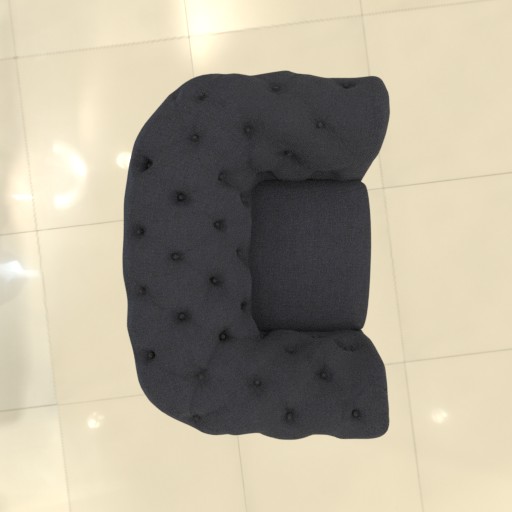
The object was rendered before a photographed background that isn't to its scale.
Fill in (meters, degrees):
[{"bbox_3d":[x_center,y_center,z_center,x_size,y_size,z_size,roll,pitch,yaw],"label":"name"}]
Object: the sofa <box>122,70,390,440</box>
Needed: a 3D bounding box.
[{"bbox_3d":[0.000,0.000,2.007,1.032,0.878,1.405,0,90,0],"label":"sofa"}]
